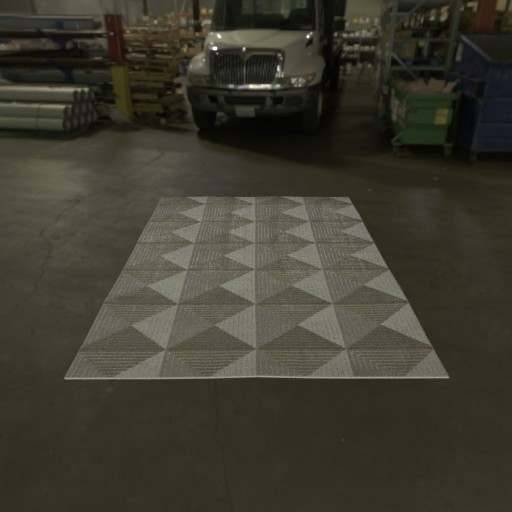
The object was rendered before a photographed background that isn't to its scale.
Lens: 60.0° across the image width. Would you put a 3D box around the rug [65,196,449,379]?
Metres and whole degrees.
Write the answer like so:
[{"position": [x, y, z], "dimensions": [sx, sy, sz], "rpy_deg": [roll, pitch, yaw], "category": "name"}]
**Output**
[{"position": [0.000, 0.000, 4.269], "dimensions": [2.428, 0.027, 3.333], "rpy_deg": [0, 27, 0], "category": "rug"}]
